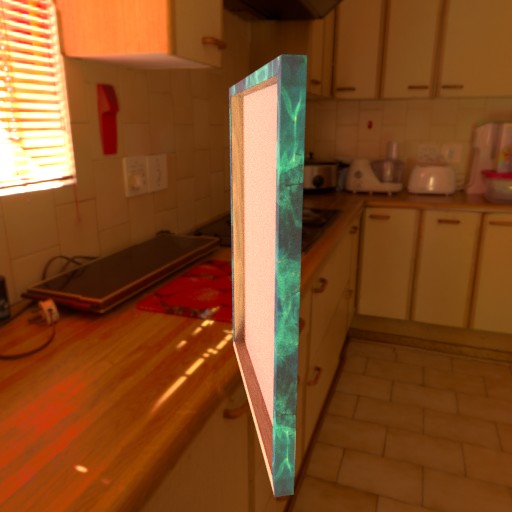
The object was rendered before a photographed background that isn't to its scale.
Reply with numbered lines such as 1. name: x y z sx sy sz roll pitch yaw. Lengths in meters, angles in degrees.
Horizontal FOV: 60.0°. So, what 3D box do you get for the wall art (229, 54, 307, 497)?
1. wall art: 0.000 0.000 1.010 0.038 0.760 0.609 -3 17 -10
